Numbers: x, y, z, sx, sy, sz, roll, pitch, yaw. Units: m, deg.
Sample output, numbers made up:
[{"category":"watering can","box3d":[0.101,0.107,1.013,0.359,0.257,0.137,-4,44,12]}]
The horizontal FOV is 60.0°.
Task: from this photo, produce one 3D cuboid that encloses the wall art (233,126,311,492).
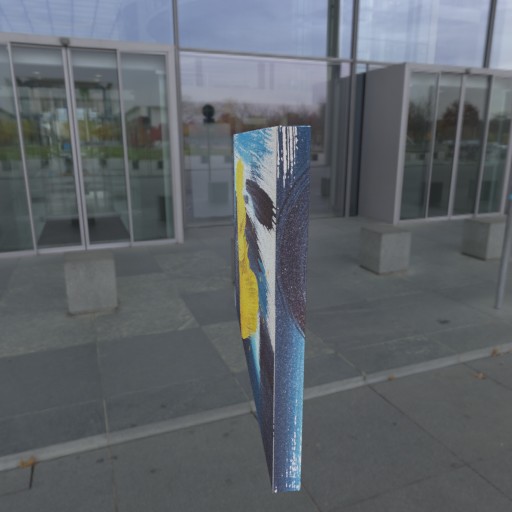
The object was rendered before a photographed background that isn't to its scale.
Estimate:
[{"category":"wall art","box3d":[0.000,0.000,0.754,0.033,0.406,0.609,-2,15,-6]}]
